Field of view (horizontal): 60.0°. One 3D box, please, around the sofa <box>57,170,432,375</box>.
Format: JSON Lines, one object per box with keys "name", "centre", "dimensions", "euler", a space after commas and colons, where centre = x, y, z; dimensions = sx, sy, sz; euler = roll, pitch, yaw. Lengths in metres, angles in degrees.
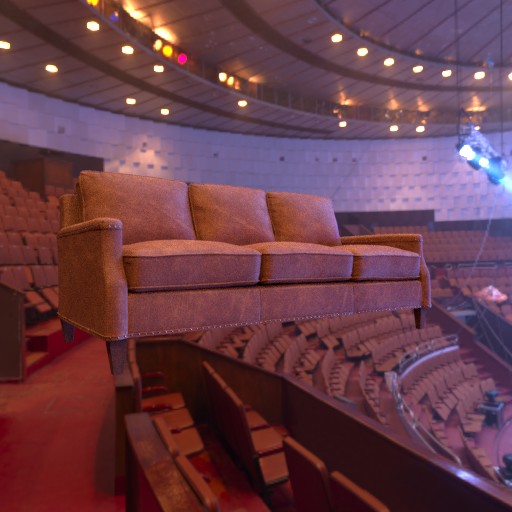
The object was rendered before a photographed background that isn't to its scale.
{"name": "sofa", "centre": [0.000, 0.000, 2.854], "dimensions": [2.246, 1.003, 1.084], "euler": [0, -1, -35]}
